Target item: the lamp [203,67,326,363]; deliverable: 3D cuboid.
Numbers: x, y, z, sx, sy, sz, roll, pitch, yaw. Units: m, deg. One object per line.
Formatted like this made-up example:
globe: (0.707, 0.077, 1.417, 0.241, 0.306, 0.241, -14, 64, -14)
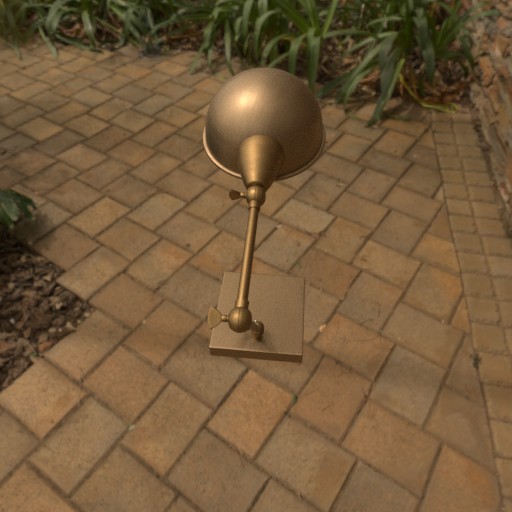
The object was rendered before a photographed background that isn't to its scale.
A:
lamp: (0.000, 0.000, 0.546, 0.149, 0.371, 0.339, 4, 45, 4)
